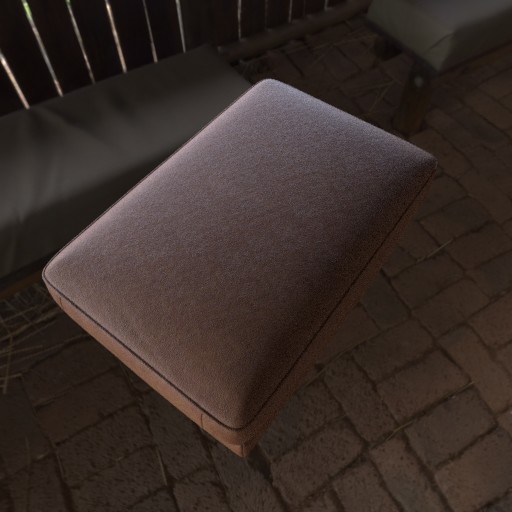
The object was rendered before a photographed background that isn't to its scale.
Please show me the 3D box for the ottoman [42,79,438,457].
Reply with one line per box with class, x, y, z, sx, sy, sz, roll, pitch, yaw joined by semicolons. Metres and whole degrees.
ottoman;0.000;0.000;1.196;0.584;0.483;0.864;33;64;18
